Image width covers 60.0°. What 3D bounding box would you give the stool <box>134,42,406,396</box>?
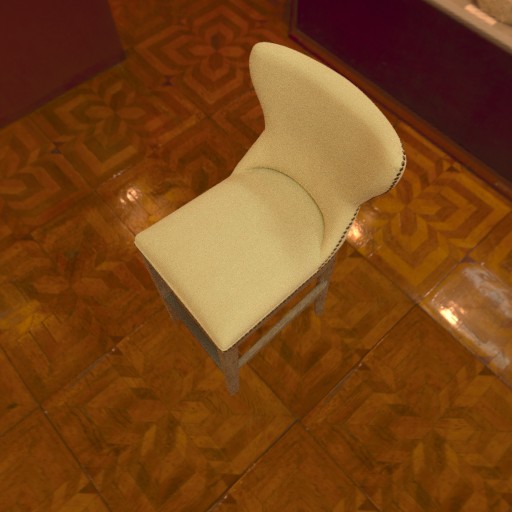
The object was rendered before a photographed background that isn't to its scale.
[{"bbox_3d":[0.000,0.000,1.441,0.606,1.123,0.494,-37,70,-16],"label":"stool"}]
